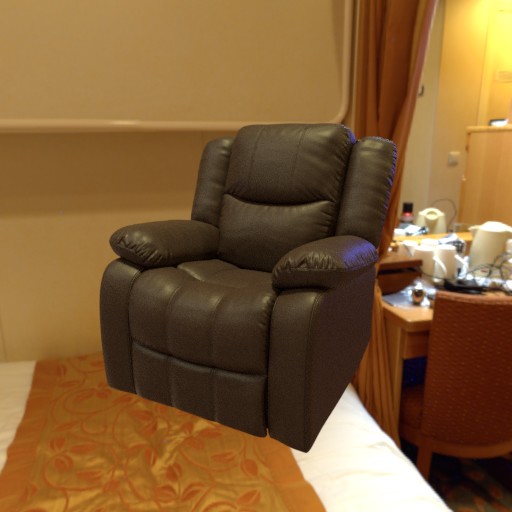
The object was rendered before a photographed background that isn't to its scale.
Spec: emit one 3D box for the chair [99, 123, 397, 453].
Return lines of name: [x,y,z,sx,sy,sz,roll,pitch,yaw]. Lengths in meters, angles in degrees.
chair: [0.000,0.000,1.724,0.899,1.009,0.934,7,16,27]
